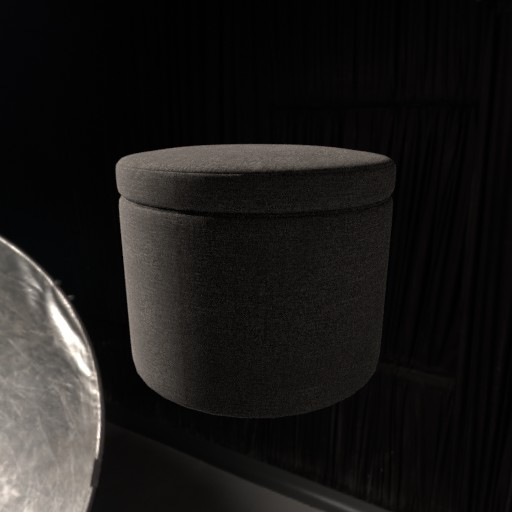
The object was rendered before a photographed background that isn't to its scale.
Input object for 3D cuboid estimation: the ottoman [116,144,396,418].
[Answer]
[{"bbox_3d":[0.000,0.000,0.876,0.500,0.419,0.500,0,17,0],"label":"ottoman"}]
